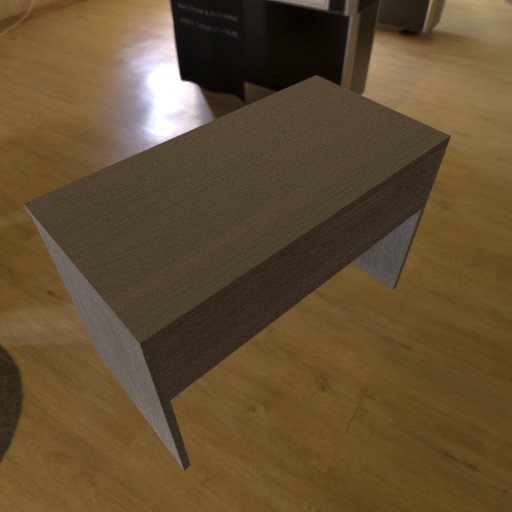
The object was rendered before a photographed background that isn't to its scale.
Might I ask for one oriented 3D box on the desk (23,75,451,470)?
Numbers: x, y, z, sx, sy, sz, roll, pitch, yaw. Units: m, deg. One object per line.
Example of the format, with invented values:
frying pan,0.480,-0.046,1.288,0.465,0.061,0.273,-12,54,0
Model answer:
desk,0.000,0.000,1.507,1.099,0.729,0.557,-33,55,-27
